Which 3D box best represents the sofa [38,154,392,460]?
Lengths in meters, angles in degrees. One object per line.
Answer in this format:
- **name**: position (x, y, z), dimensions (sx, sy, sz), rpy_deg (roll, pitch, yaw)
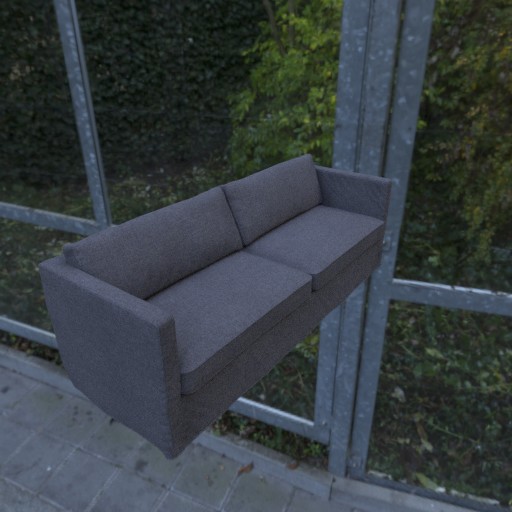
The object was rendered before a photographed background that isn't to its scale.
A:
- **sofa**: position (0.000, 0.000, 3.335), dimensions (1.036, 0.998, 2.779), rpy_deg (19, 32, 32)
